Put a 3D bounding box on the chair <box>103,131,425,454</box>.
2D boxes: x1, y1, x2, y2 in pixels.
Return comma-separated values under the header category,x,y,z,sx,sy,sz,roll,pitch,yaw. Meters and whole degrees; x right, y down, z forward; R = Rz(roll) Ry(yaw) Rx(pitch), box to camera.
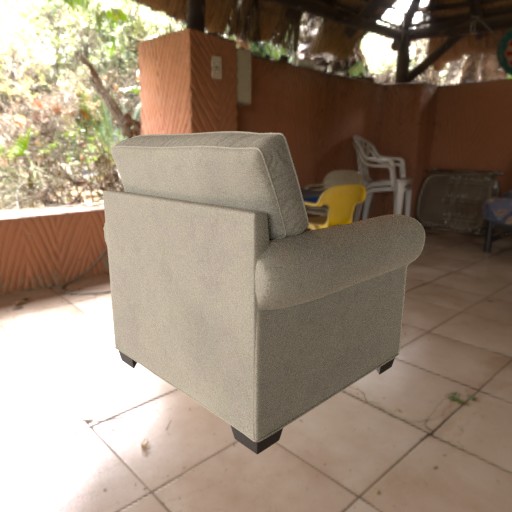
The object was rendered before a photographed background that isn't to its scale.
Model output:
category,x,y,z,sx,sy,sz,roll,pitch,yaw
chair,0.000,0.000,1.969,0.939,1.044,1.147,-13,19,-42
